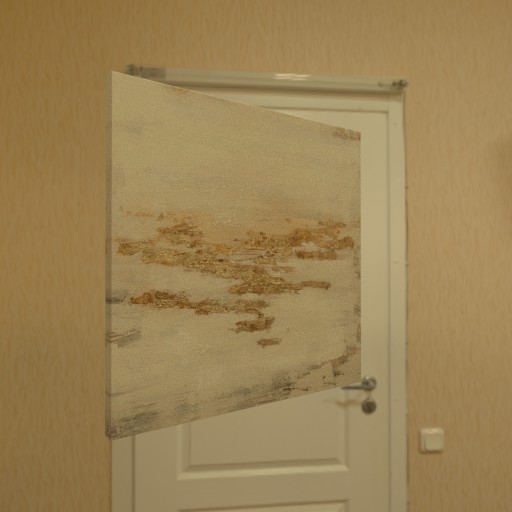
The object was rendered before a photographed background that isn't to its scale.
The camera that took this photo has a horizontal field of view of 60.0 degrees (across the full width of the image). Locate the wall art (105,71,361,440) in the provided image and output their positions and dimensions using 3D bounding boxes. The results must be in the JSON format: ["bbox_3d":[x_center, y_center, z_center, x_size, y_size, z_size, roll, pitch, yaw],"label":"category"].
[{"bbox_3d":[0.000,0.000,1.137,0.753,0.755,0.038,0,-1,-35],"label":"wall art"}]
